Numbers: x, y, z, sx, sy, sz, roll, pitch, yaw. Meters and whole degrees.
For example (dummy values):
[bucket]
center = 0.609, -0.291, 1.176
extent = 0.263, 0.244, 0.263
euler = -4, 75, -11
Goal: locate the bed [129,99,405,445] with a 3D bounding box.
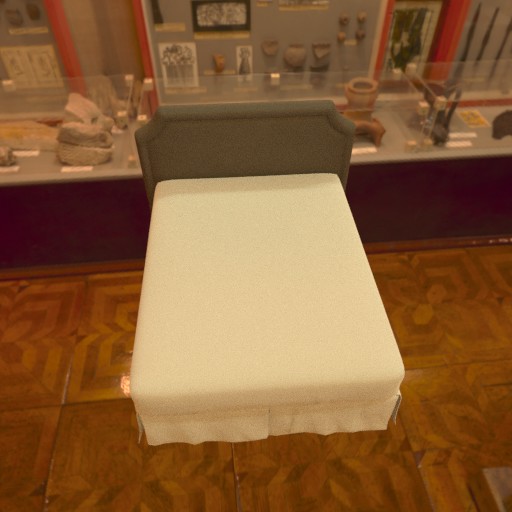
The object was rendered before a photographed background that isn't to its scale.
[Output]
[bed]
center = 0.000, 0.000, 3.216
extent = 1.831, 1.297, 2.181
euler = -3, 46, -3
